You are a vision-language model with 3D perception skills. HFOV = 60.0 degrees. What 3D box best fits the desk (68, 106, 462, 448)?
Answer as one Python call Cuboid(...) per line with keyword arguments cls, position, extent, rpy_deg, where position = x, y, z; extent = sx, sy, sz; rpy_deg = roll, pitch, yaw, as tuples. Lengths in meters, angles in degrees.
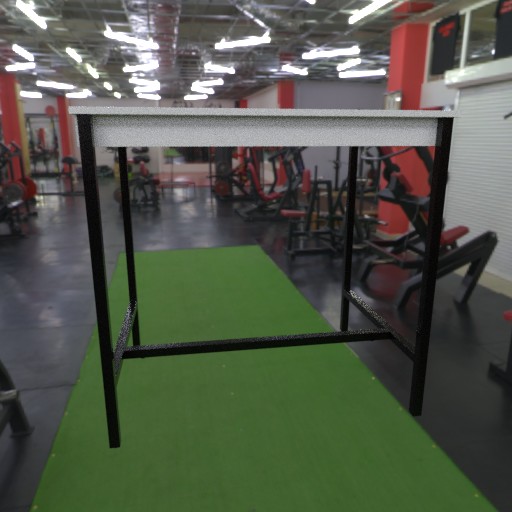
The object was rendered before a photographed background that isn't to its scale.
Cuboid(cls="desk", position=(0.000, 0.000, 1.270), extent=(0.811, 0.766, 0.573), rpy_deg=(-2, 15, -9))
